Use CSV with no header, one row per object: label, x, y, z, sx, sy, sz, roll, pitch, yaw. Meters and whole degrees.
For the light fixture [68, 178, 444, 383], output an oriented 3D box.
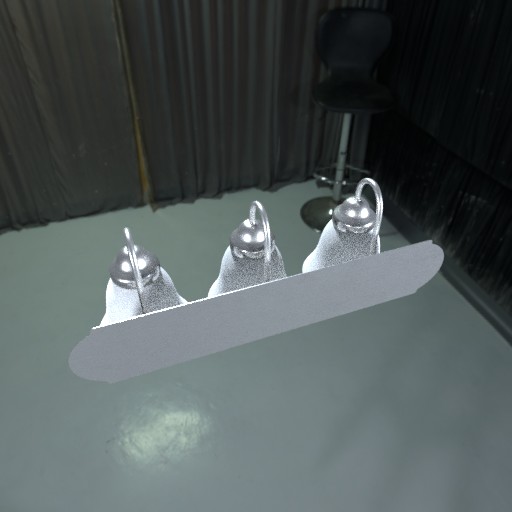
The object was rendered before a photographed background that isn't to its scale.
light fixture,0.000,0.000,0.732,0.610,0.222,0.199,-14,42,-16
